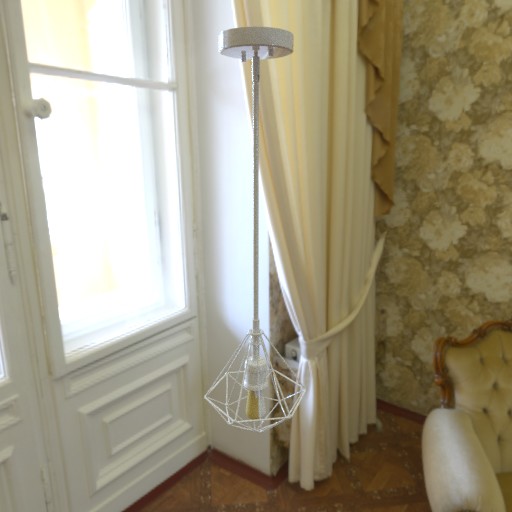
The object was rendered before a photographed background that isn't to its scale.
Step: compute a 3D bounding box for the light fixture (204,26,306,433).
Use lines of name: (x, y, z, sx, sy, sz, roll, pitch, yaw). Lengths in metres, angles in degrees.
light fixture: (0.000, 0.000, 1.942, 0.487, 1.764, 0.431, -2, 14, -8)
